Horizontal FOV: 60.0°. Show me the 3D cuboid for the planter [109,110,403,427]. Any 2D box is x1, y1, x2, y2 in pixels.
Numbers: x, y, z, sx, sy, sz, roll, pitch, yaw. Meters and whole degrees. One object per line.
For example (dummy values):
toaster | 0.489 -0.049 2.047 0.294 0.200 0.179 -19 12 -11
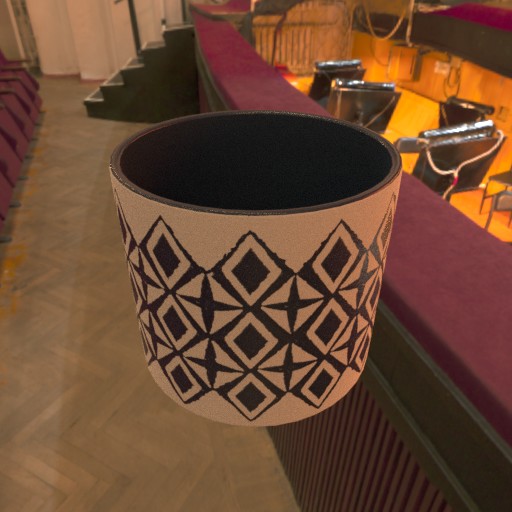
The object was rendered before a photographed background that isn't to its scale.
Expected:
planter | 0.000 0.000 0.286 0.159 0.144 0.159 0 33 0
